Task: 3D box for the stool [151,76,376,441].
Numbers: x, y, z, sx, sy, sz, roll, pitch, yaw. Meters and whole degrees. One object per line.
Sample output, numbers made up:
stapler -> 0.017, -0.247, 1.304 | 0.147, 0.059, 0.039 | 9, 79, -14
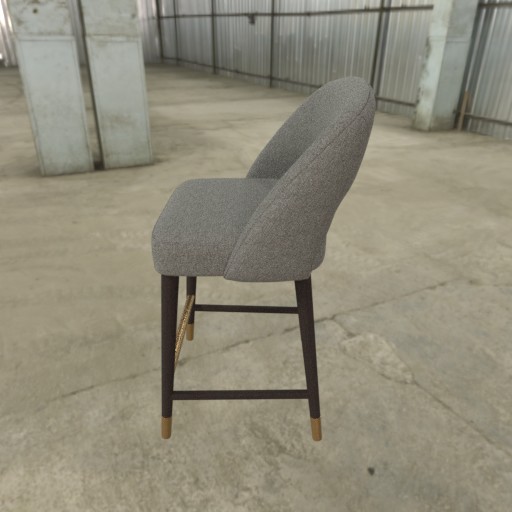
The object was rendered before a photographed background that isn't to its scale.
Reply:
stool -> 0.000, 0.000, 1.234 | 0.524, 0.925, 0.536 | 0, 27, 1
